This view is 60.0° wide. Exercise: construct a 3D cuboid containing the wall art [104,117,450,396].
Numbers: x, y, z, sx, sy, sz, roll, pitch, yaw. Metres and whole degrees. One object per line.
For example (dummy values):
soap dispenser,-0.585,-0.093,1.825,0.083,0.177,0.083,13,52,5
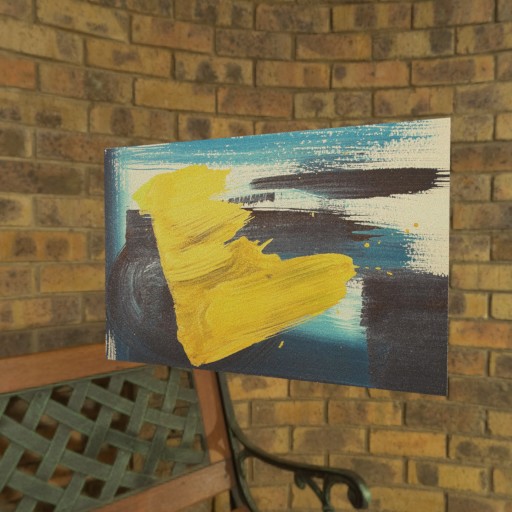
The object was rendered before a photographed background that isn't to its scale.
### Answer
wall art,0.000,0.000,0.764,0.609,0.406,0.033,1,2,20
